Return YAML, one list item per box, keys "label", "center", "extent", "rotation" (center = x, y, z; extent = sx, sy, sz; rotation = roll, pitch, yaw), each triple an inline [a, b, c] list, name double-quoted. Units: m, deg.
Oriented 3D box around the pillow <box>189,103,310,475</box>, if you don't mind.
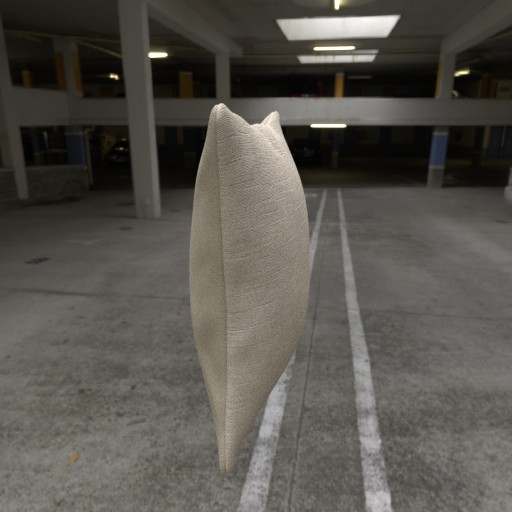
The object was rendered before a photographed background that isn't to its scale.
- label: "pillow"
  center: [0.000, 0.000, 0.663]
  extent: [0.162, 0.420, 0.437]
  rotation: [3, 17, 9]
